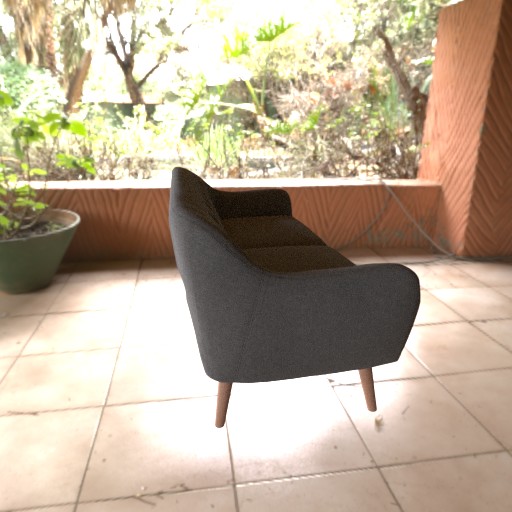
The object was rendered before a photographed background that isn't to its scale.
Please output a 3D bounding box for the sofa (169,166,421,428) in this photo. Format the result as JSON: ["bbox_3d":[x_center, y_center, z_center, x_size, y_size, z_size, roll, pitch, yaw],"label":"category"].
[{"bbox_3d":[0.000,0.000,2.261,0.820,0.820,1.840,-3,17,-9],"label":"sofa"}]
